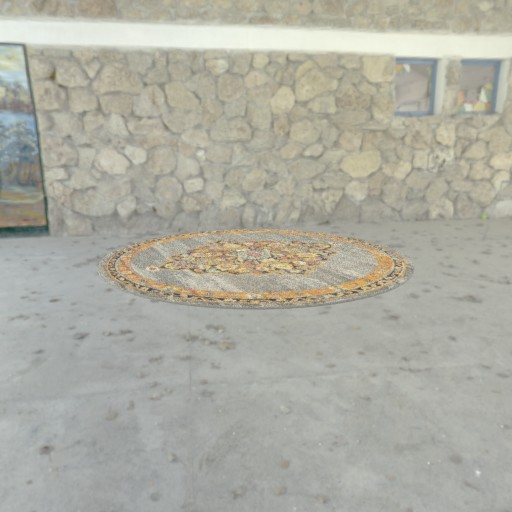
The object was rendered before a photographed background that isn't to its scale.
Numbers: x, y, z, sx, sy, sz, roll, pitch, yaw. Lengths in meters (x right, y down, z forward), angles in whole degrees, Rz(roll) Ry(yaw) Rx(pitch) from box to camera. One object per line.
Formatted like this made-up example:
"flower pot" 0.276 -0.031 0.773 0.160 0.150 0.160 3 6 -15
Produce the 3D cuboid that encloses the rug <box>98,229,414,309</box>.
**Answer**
"rug" 0.000 0.000 3.526 2.382 0.014 2.382 0 14 0
